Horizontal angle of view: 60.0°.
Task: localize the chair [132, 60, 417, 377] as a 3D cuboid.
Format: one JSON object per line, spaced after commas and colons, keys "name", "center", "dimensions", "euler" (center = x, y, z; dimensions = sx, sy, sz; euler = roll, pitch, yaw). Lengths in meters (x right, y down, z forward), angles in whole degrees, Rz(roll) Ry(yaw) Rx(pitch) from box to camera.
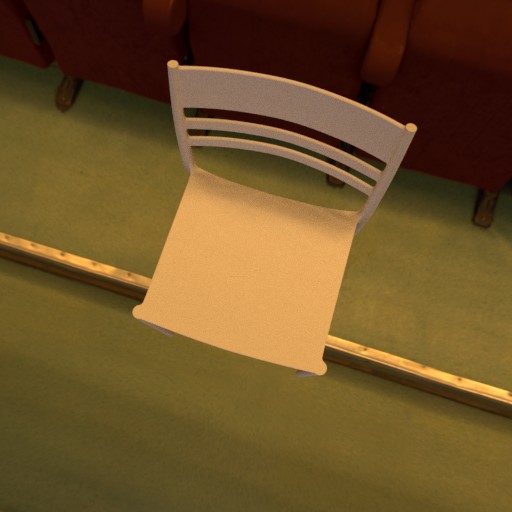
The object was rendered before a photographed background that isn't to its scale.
{"name": "chair", "center": [0.000, 0.000, 1.141], "dimensions": [0.531, 0.800, 0.511], "euler": [16, 77, 4]}
